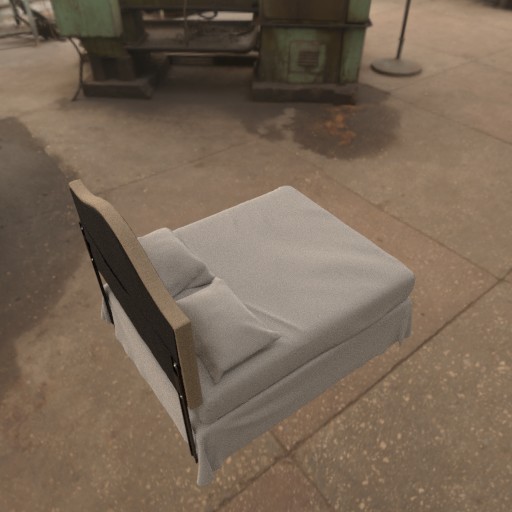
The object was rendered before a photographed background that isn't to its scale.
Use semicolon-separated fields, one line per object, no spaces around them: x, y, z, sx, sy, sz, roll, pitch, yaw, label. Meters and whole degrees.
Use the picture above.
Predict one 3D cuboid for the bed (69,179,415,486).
0.000;0.000;3.433;2.221;1.645;1.876;-25;47;-26;bed
